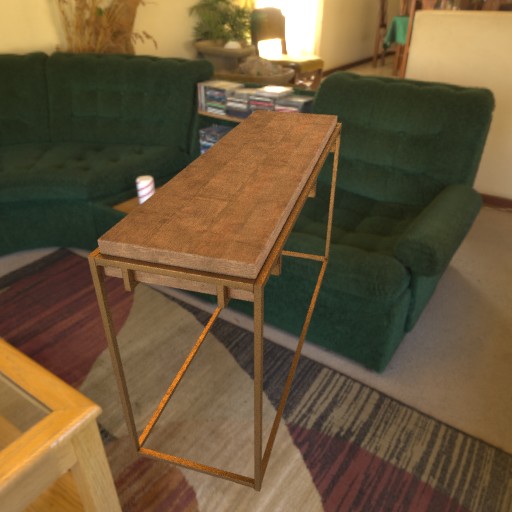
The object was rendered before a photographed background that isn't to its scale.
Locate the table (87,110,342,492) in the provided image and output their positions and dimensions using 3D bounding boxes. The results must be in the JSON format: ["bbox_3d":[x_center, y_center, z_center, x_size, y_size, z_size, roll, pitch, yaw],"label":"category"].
[{"bbox_3d":[0.000,0.000,1.788,0.440,0.820,1.400,9,33,14],"label":"table"}]
